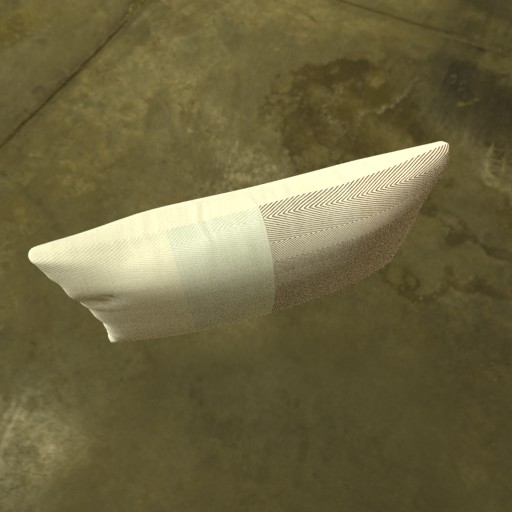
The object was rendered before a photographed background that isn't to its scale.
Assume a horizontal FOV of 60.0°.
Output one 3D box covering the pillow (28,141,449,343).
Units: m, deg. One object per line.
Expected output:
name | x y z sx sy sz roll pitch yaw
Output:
pillow | 0.000 0.000 0.633 0.506 0.305 0.139 -15 63 -8
